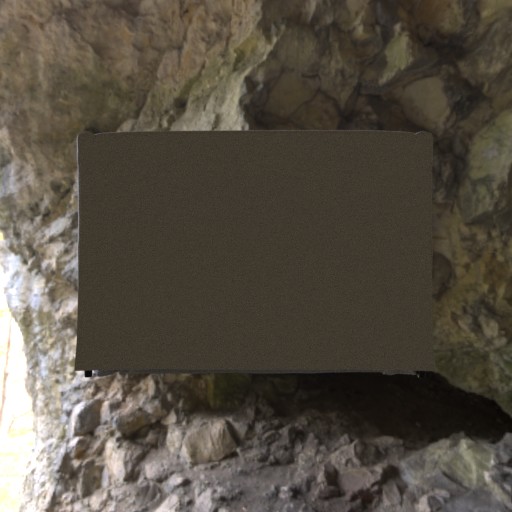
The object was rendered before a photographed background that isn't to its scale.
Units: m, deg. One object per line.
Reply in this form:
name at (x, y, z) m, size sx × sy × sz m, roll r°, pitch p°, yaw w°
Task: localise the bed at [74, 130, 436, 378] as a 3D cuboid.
bed at (0.000, 0.000, 3.472) m, size 1.925 × 1.332 × 2.276 m, roll 0°, pitch -1°, yaw 0°
